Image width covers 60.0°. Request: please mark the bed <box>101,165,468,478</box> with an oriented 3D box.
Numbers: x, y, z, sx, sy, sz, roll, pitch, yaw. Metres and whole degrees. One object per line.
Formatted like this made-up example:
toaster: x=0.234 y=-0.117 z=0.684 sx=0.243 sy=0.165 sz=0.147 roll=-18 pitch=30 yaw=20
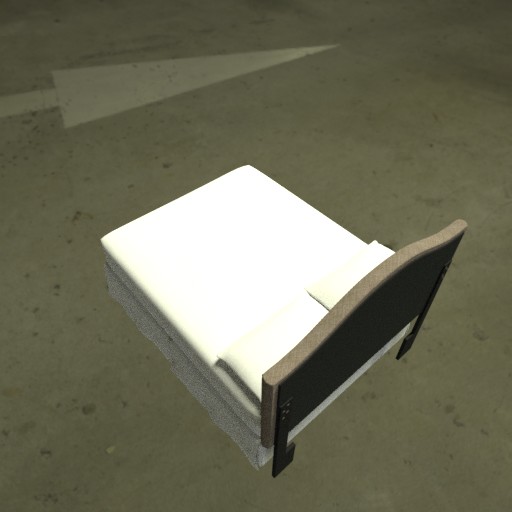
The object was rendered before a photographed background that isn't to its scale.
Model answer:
bed: x=0.000 y=0.000 z=3.299 sx=1.713 sy=1.518 sz=2.153 roll=-32 pitch=54 yaw=-27
